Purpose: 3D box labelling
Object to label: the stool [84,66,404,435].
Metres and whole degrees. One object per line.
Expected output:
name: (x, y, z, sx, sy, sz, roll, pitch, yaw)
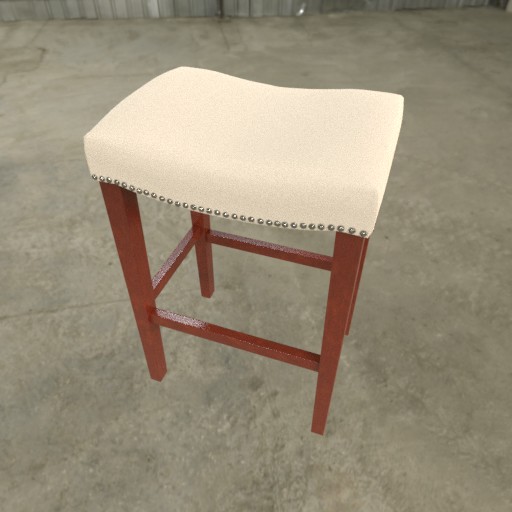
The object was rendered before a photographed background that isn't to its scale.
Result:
stool: (0.000, 0.000, 1.032, 0.504, 0.742, 0.372, 13, 43, 14)
